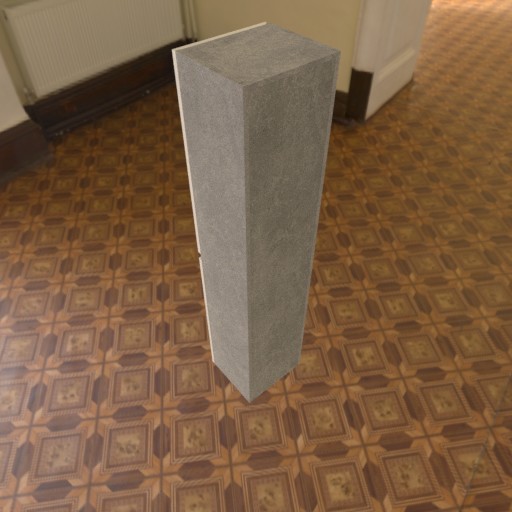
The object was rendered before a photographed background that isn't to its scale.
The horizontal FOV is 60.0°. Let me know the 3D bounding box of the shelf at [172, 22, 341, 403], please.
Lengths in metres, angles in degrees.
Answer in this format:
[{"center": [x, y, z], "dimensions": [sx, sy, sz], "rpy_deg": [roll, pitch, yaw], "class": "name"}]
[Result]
[{"center": [0.000, 0.000, 1.555], "dimensions": [0.300, 1.400, 0.270], "rpy_deg": [-31, 53, -27], "class": "shelf"}]
